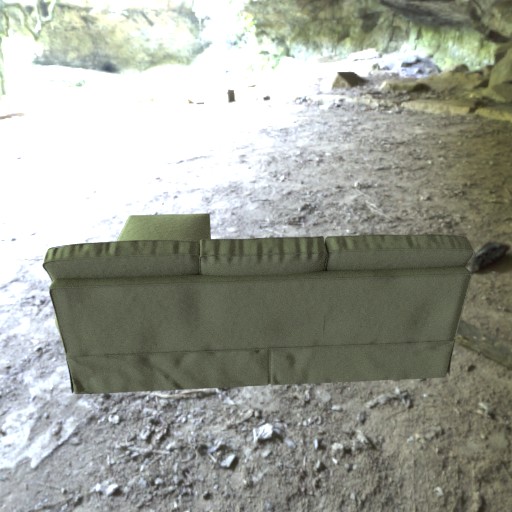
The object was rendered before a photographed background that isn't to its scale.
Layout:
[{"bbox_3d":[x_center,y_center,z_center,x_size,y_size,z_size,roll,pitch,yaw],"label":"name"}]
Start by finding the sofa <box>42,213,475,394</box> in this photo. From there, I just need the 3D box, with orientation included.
[{"bbox_3d":[0.000,0.000,3.348,2.475,0.978,1.733,-2,28,-3],"label":"sofa"}]
